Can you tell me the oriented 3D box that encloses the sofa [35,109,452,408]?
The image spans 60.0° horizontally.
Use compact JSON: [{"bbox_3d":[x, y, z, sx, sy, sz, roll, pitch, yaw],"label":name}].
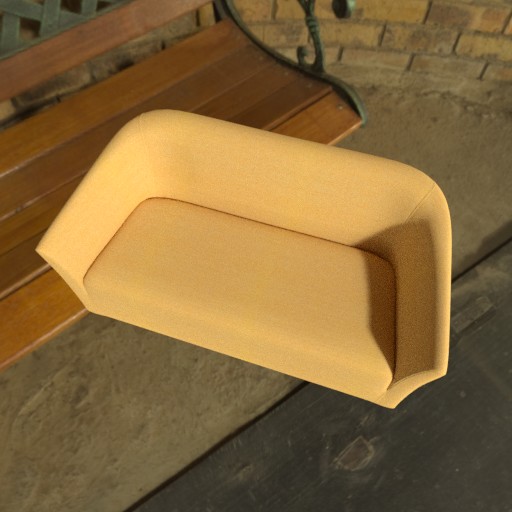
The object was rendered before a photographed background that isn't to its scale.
[{"bbox_3d":[0.000,0.000,1.820,1.452,0.721,0.705,16,61,9],"label":"sofa"}]
